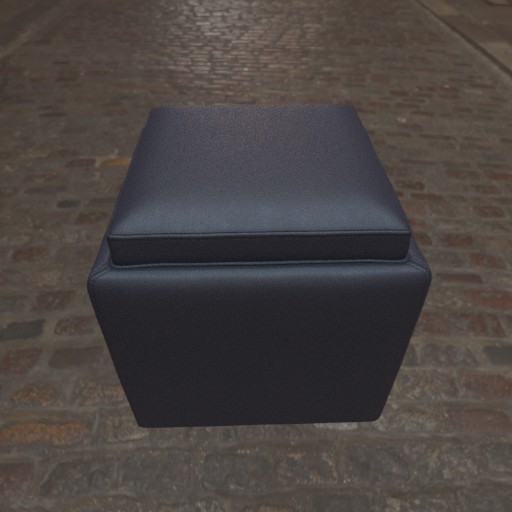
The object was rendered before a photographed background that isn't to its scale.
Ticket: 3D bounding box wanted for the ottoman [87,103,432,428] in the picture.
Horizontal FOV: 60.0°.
[{"bbox_3d":[0.000,0.000,0.815,0.450,0.460,0.451,-1,42,-1],"label":"ottoman"}]
